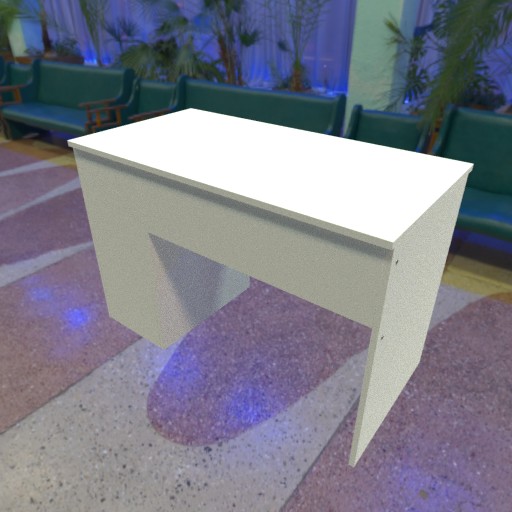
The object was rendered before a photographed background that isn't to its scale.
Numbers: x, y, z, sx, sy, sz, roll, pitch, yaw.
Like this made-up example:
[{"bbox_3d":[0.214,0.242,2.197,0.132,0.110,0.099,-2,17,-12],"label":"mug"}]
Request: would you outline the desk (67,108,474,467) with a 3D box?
[{"bbox_3d":[0.000,0.000,1.513,1.096,0.730,0.560,22,37,31],"label":"desk"}]
